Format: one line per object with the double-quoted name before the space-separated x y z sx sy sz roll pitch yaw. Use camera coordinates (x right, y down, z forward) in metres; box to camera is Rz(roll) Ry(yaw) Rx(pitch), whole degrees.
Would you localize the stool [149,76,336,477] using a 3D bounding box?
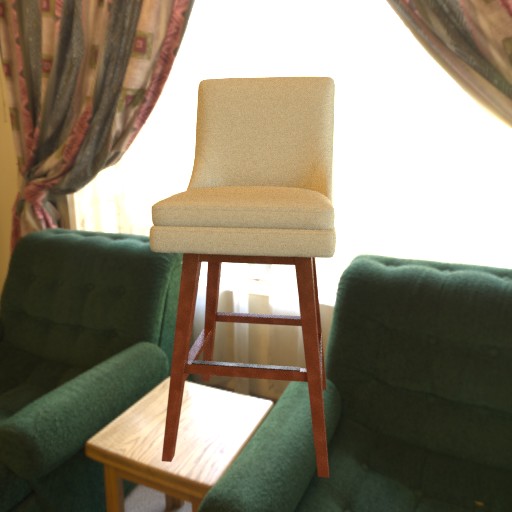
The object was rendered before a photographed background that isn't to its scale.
"stool" 0.000 0.000 1.347 0.470 1.092 0.559 2 14 8
